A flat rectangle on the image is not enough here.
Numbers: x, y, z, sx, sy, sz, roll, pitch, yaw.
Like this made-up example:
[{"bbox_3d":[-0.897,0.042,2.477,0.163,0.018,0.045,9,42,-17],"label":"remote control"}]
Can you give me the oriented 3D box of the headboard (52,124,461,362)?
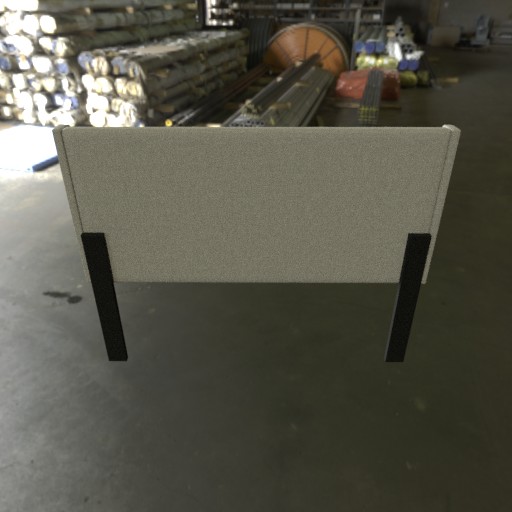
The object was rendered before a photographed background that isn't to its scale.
[{"bbox_3d":[0.000,0.000,2.645,2.051,1.524,0.184,0,30,0],"label":"headboard"}]
